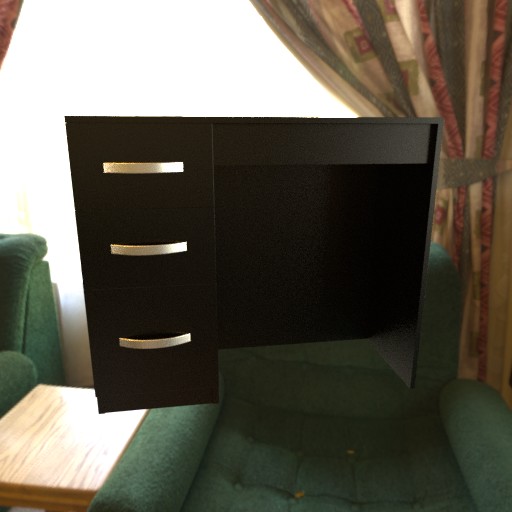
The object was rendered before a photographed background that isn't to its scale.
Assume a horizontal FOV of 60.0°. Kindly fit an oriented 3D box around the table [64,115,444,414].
[{"bbox_3d":[0.000,0.000,1.332,0.930,0.790,0.380,-2,16,-9],"label":"table"}]
